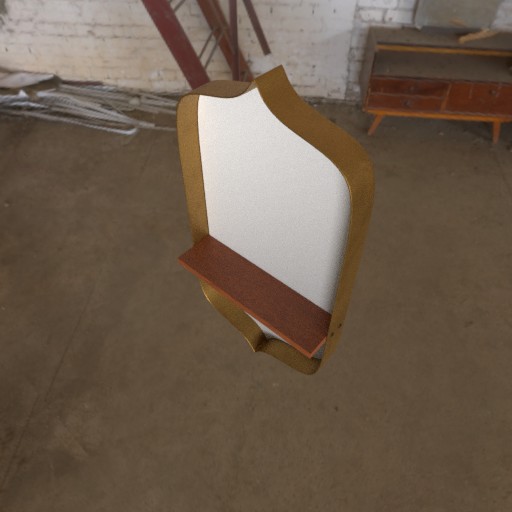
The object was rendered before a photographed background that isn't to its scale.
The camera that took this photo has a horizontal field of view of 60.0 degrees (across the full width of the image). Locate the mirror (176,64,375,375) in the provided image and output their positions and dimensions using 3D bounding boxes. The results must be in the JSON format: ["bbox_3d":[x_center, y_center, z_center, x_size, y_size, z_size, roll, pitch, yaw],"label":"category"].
[{"bbox_3d":[0.000,0.000,0.742,0.323,0.613,0.096,33,55,26],"label":"mirror"}]
